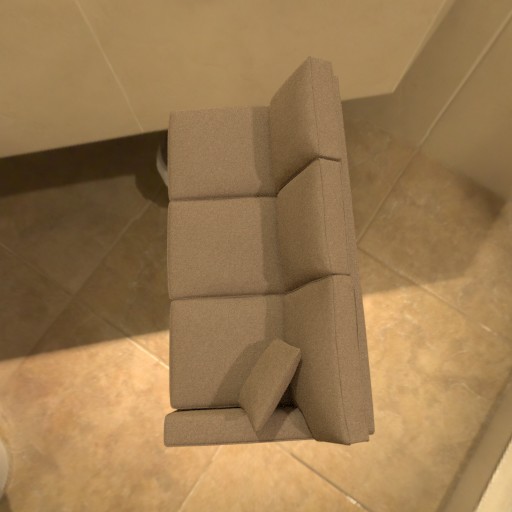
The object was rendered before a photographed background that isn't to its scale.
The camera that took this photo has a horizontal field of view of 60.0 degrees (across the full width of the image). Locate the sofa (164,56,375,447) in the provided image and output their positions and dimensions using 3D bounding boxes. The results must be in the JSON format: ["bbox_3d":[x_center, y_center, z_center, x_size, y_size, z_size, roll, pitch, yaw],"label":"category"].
[{"bbox_3d":[0.000,0.000,2.549,1.034,0.946,1.963,-2,75,-1],"label":"sofa"}]
